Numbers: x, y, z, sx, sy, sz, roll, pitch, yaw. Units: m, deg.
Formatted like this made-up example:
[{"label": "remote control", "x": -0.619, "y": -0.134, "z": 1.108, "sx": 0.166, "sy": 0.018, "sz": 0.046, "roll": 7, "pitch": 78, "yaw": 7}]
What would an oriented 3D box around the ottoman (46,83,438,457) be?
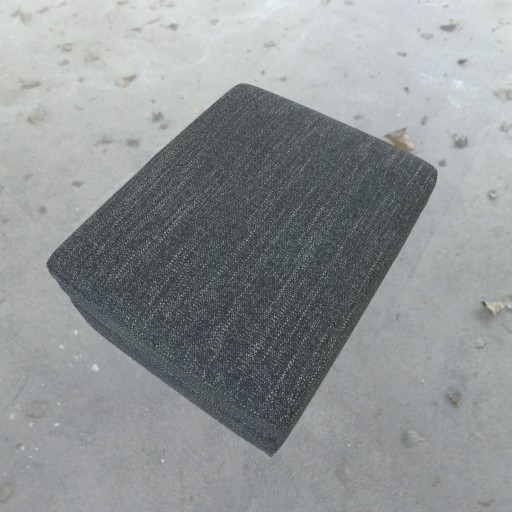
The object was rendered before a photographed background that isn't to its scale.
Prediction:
[{"label": "ottoman", "x": 0.000, "y": 0.000, "z": 1.248, "sx": 0.667, "sy": 0.491, "sz": 0.814, "roll": 30, "pitch": 63, "yaw": 17}]
